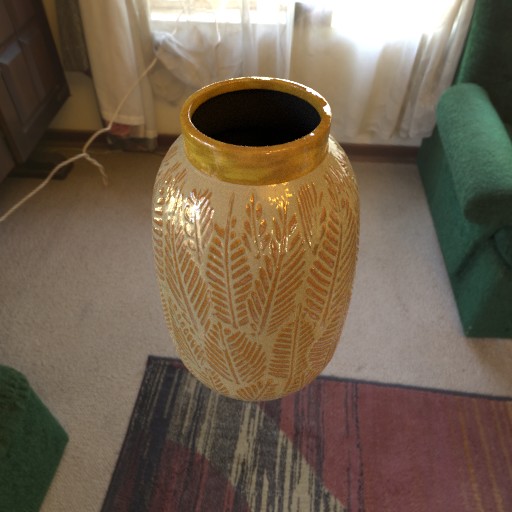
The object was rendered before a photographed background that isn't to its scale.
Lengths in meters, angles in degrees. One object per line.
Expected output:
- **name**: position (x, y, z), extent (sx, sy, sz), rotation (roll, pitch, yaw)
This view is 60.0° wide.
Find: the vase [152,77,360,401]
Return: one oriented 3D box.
- **vase**: position (0.000, 0.000, 0.379), extent (0.172, 0.270, 0.172), rotation (0, 46, 0)
